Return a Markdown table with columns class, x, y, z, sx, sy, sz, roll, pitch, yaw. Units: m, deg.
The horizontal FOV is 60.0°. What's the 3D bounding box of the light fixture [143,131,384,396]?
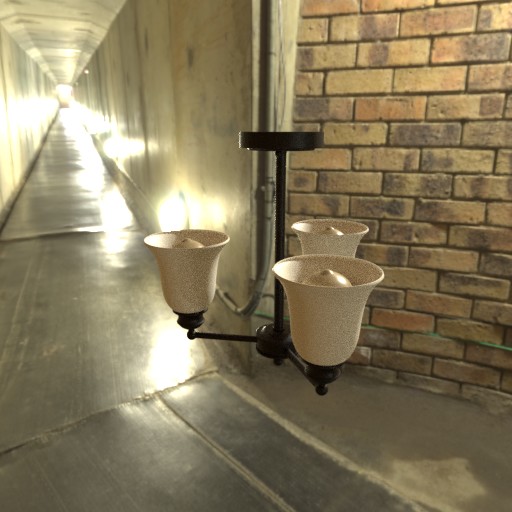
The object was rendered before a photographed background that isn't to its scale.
| class | x | y | z | sx | sy | sz | roll | pitch | yaw |
| --- | --- | --- | --- | --- | --- | --- | --- | --- | --- |
| light fixture | 0.000 | 0.000 | 0.685 | 0.354 | 0.370 | 0.388 | 3 | 16 | 9 |
